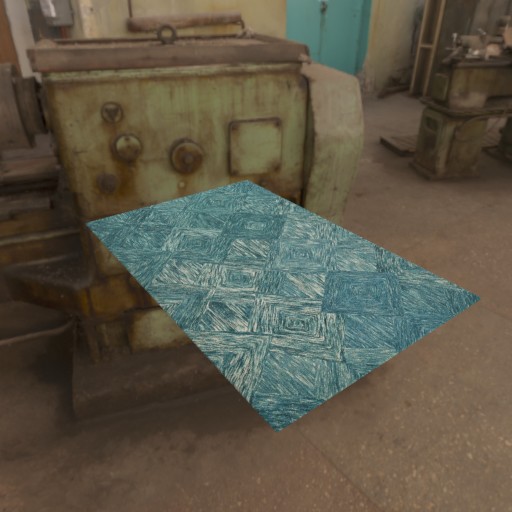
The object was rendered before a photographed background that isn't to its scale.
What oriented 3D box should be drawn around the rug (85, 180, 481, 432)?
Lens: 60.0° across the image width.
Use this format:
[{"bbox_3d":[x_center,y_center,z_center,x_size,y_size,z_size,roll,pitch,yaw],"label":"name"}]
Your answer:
[{"bbox_3d":[0.000,0.000,2.911,1.490,0.015,2.277,-21,37,-31],"label":"rug"}]
